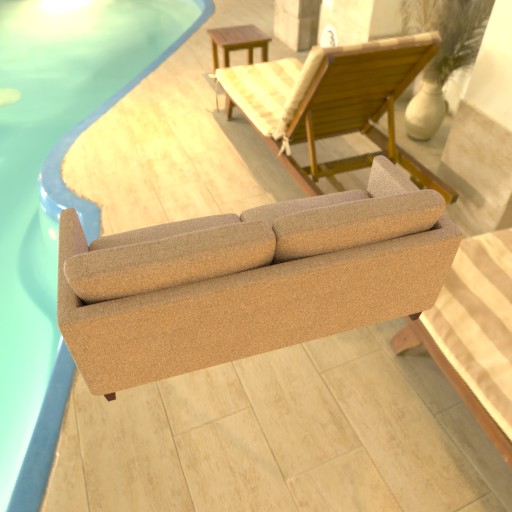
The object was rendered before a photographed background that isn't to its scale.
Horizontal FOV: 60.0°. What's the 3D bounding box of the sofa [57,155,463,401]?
[{"bbox_3d":[0.000,0.000,2.762,2.208,0.965,0.951,-12,44,-13],"label":"sofa"}]
